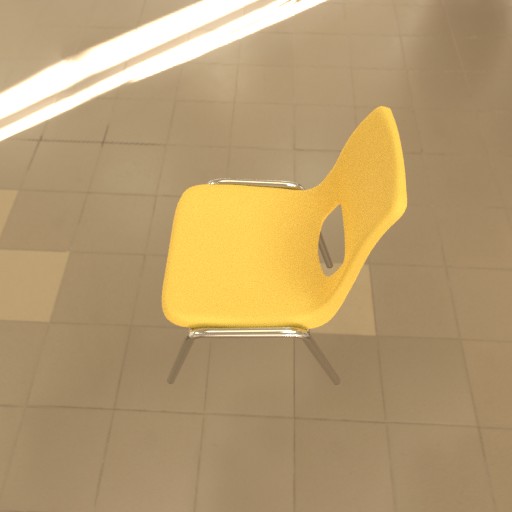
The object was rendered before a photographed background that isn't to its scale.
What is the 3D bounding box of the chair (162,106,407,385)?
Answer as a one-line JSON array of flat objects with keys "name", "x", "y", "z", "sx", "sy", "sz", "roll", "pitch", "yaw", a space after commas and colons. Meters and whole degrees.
[{"name": "chair", "x": 0.000, "y": 0.000, "z": 0.932, "sx": 0.436, "sy": 0.653, "sz": 0.381, "roll": 2, "pitch": 59, "yaw": 1}]
